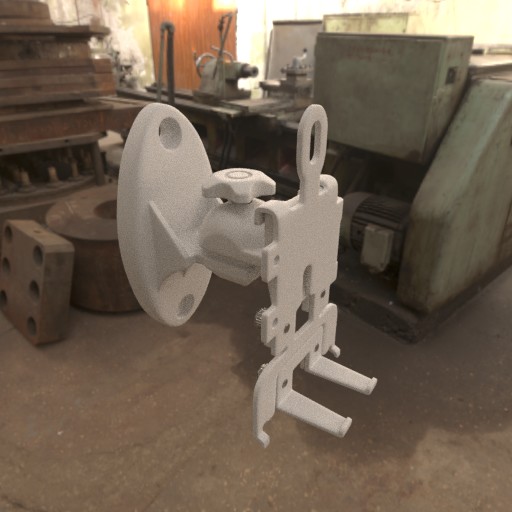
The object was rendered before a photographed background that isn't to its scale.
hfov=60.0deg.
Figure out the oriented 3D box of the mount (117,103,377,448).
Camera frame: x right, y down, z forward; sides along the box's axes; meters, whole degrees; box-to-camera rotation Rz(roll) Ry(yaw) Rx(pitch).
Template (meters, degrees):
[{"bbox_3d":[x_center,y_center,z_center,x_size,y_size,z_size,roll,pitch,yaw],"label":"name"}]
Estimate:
[{"bbox_3d":[0.000,0.000,0.175,0.100,0.118,0.066,17,31,30],"label":"mount"}]
